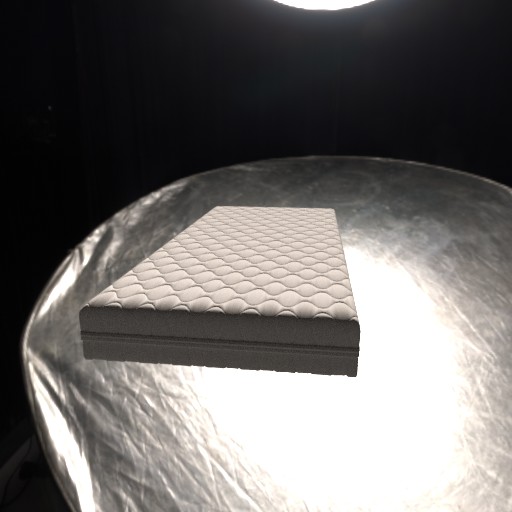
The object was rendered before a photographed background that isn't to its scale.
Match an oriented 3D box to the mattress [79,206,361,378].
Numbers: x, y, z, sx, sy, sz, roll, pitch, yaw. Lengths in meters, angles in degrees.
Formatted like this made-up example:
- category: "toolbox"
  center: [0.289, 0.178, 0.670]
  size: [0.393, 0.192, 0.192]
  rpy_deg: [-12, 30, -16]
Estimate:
- category: "mattress"
  center: [0.000, 0.000, 2.340]
  size: [0.900, 0.200, 2.000]
  rpy_deg: [2, 16, 7]
